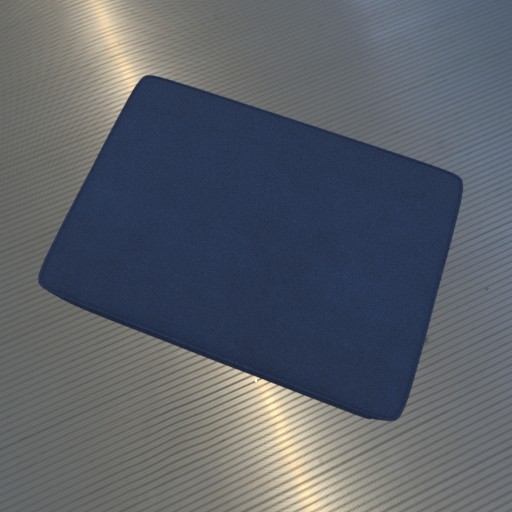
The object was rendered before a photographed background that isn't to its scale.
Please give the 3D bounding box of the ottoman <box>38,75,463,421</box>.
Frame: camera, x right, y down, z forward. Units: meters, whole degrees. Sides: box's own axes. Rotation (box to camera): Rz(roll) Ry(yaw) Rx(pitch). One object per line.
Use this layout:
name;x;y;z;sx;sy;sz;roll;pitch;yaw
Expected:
ottoman;0.000;0.000;1.386;0.965;0.584;0.686;20;75;5
